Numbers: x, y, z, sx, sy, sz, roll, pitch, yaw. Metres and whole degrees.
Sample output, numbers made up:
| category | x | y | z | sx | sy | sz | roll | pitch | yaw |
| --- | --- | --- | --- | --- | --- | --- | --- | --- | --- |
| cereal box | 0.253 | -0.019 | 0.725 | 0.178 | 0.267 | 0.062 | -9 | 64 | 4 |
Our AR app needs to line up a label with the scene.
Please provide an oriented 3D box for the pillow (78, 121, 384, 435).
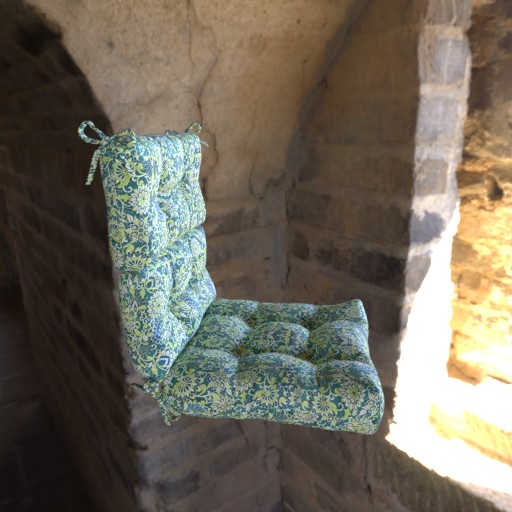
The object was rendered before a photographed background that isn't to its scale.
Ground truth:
| category | x | y | z | sx | sy | sz | roll | pitch | yaw |
| --- | --- | --- | --- | --- | --- | --- | --- | --- | --- |
| pillow | 0.000 | 0.000 | 1.036 | 0.571 | 0.605 | 0.519 | 2 | 16 | 8 |
